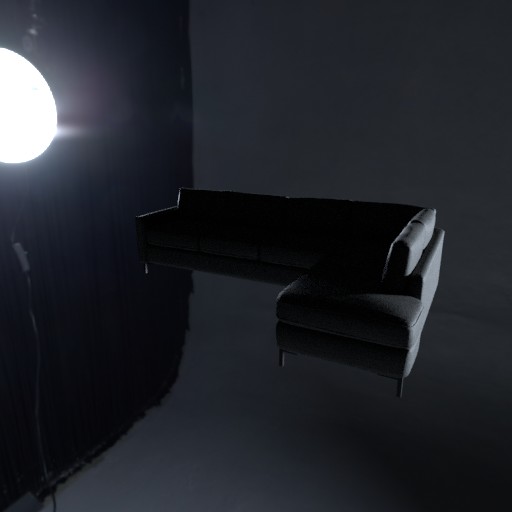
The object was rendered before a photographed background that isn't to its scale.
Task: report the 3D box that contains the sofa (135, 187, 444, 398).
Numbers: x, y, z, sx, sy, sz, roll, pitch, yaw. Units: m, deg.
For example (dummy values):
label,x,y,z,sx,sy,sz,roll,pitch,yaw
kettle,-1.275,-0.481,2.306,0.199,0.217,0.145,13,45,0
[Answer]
label,x,y,z,sx,sy,sz,roll,pitch,yaw
sofa,0.000,0.000,3.918,2.972,0.858,1.984,8,19,26
